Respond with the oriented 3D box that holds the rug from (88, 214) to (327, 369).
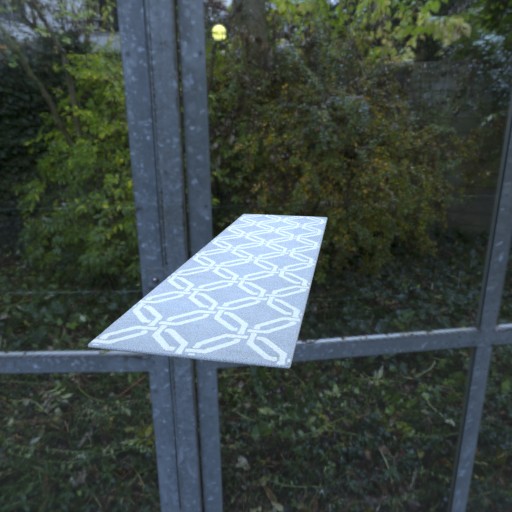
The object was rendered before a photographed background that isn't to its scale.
[{"bbox_3d":[0.000,0.000,2.471,0.678,0.014,2.276,3,17,11],"label":"rug"}]
